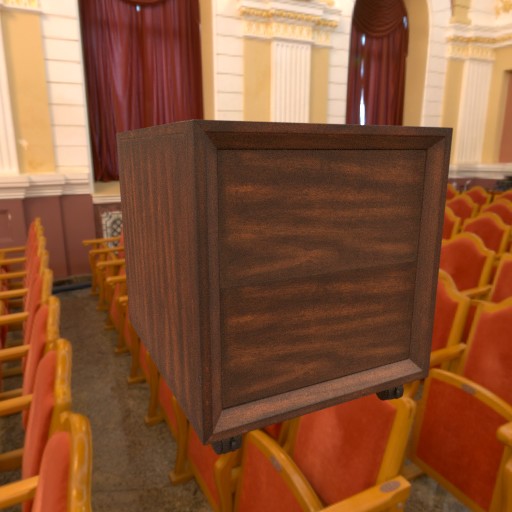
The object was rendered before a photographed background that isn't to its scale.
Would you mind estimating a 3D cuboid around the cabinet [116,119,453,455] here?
[{"bbox_3d":[0.000,0.000,0.838,0.402,0.455,0.500,-7,15,-26],"label":"cabinet"}]
